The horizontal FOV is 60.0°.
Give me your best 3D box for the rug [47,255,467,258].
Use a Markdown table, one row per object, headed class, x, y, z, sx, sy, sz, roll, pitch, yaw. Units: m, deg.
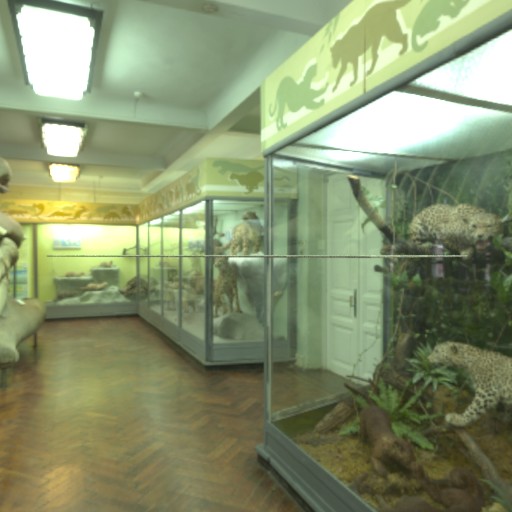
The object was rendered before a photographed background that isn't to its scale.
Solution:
| class | x | y | z | sx | sy | sz | roll | pitch | yaw |
| --- | --- | --- | --- | --- | --- | --- | --- | --- | --- |
| rug | 0.000 | 0.000 | 4.367 | 3.353 | 0.013 | 2.438 | 0 | 0 | 37 |
